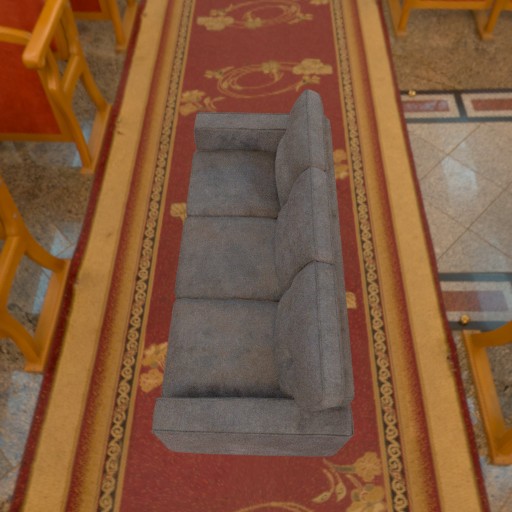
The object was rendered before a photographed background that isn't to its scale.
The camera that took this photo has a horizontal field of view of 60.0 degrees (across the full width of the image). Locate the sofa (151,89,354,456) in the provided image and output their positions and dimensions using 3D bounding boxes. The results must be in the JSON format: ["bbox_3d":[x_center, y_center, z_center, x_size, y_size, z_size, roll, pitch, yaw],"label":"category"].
[{"bbox_3d":[0.000,0.000,2.680,0.939,0.965,2.133,1,58,1],"label":"sofa"}]
